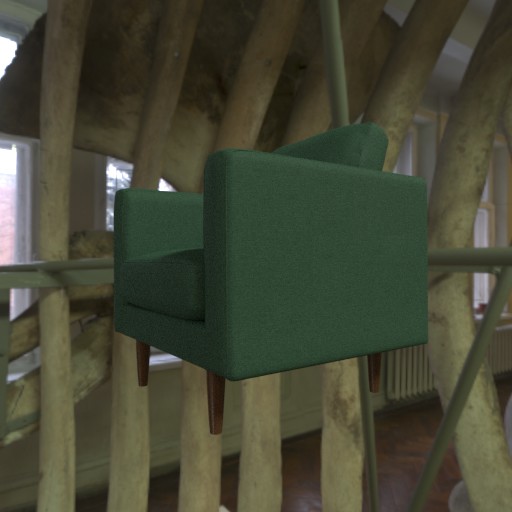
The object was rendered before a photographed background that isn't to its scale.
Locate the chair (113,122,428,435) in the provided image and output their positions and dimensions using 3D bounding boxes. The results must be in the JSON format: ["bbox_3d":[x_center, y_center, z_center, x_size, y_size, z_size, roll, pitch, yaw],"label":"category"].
[{"bbox_3d":[0.000,0.000,1.553,0.800,0.927,0.855,0,0,-35],"label":"chair"}]
